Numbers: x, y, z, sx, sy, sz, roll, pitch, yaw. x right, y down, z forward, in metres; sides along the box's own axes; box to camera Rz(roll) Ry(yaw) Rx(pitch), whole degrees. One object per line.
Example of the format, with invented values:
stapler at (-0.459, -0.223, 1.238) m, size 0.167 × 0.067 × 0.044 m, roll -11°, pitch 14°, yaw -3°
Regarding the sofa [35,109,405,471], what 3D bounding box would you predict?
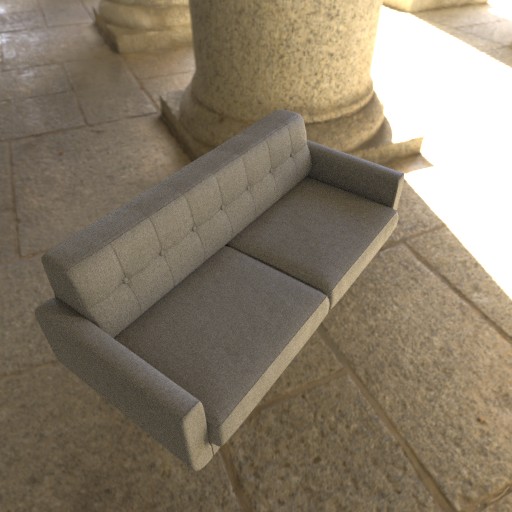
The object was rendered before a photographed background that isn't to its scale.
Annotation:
sofa at (0.000, 0.000, 2.473) m, size 0.968 × 0.873 × 2.055 m, roll 26°, pitch 48°, yaw 26°
